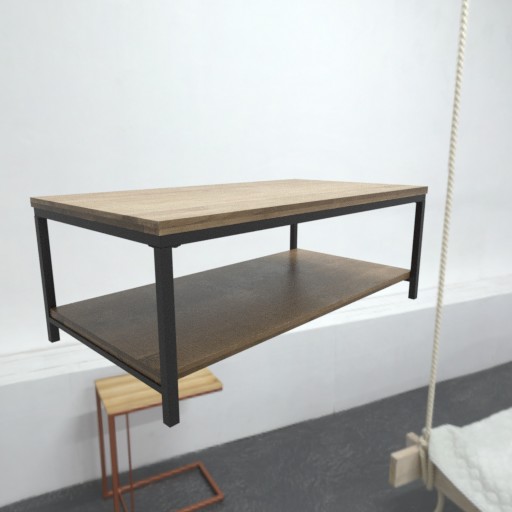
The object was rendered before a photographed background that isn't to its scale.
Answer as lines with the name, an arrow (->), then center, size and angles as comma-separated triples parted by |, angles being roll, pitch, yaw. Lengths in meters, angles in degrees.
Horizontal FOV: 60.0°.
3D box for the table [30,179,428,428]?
table -> 0.000, 0.000, 1.349 | 0.574, 0.393, 1.062 | 13, 18, 43
